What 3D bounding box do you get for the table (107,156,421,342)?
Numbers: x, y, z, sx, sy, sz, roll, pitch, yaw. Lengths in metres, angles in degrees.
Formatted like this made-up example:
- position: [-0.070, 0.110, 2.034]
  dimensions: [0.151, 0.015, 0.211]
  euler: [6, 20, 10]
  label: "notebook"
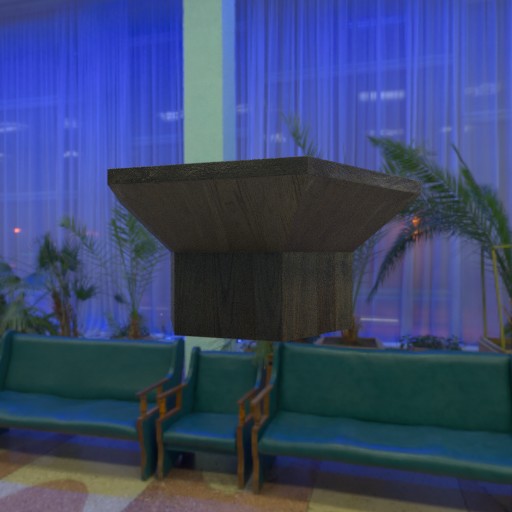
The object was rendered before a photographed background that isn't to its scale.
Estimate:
- position: [0.000, 0.000, 1.600]
  dimensions: [1.115, 0.488, 0.966]
  euler: [0, 1, 17]
  label: "table"
